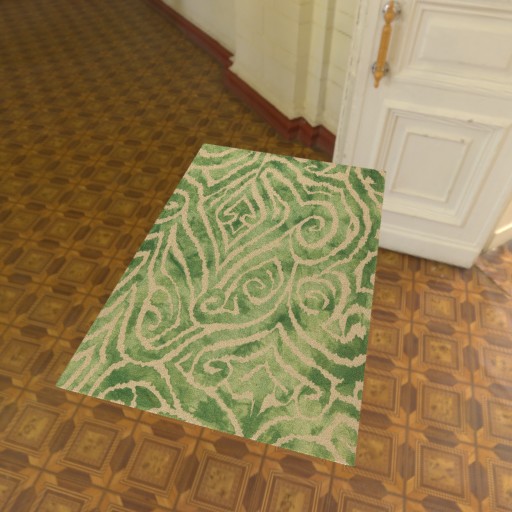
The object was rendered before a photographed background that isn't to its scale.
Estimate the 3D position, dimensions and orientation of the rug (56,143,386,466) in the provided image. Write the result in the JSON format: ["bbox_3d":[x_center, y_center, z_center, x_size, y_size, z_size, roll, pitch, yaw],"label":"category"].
[{"bbox_3d":[0.000,0.000,2.310,1.220,0.006,1.826,11,48,10],"label":"rug"}]
